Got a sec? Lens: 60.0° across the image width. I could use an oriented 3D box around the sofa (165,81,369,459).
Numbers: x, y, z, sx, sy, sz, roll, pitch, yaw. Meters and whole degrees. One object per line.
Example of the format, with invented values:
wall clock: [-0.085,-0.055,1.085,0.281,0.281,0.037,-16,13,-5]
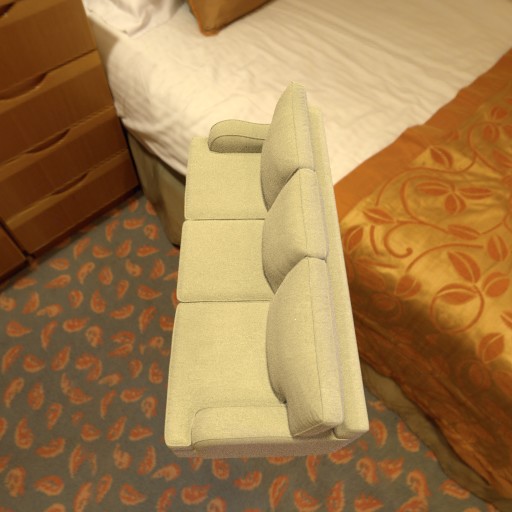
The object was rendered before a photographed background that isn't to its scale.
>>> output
sofa: [0.000,0.000,2.885,1.016,0.991,2.323,-1,57,-1]
